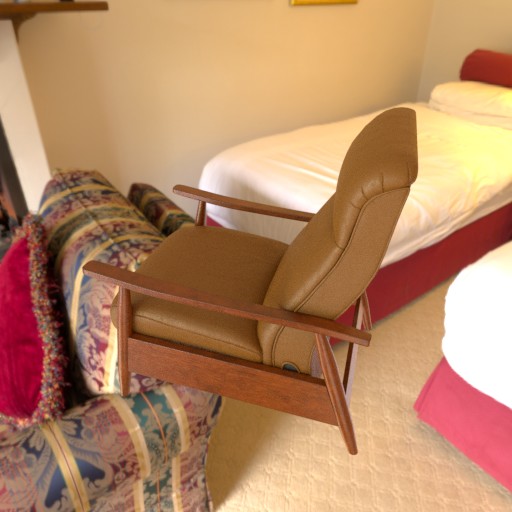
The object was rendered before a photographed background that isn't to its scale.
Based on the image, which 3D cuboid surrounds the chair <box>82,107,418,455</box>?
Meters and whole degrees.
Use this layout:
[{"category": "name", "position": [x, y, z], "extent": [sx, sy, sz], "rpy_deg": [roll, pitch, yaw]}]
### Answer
[{"category": "chair", "position": [0.000, 0.000, 1.724], "extent": [1.014, 1.082, 0.762], "rpy_deg": [9, 33, 14]}]
